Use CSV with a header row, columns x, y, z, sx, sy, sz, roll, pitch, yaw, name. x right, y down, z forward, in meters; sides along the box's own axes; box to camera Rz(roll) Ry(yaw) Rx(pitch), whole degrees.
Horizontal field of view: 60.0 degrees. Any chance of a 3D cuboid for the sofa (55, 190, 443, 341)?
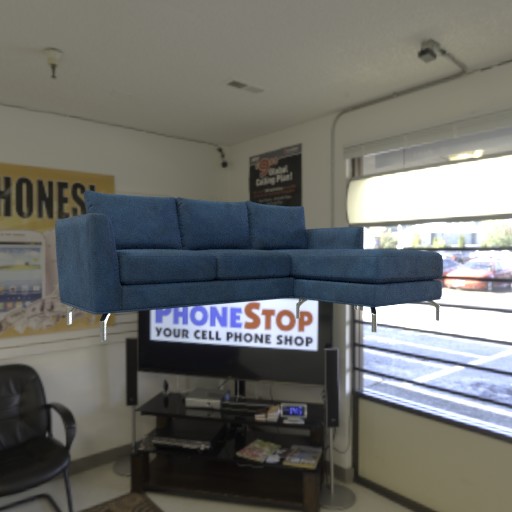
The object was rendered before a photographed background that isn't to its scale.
x,y,z,sx,sy,sz,roll,pitch,yaw,name
0.000,0.000,3.302,2.438,0.987,1.622,-1,1,-37,sofa
